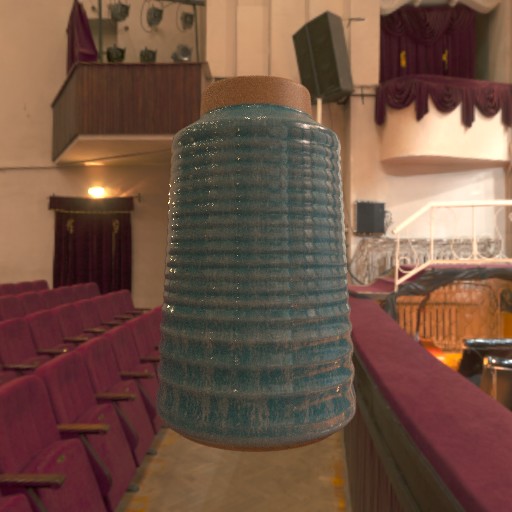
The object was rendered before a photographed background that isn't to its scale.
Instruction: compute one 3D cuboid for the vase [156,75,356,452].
[{"bbox_3d":[0.000,0.000,0.370,0.163,0.267,0.163,0,0,0],"label":"vase"}]
